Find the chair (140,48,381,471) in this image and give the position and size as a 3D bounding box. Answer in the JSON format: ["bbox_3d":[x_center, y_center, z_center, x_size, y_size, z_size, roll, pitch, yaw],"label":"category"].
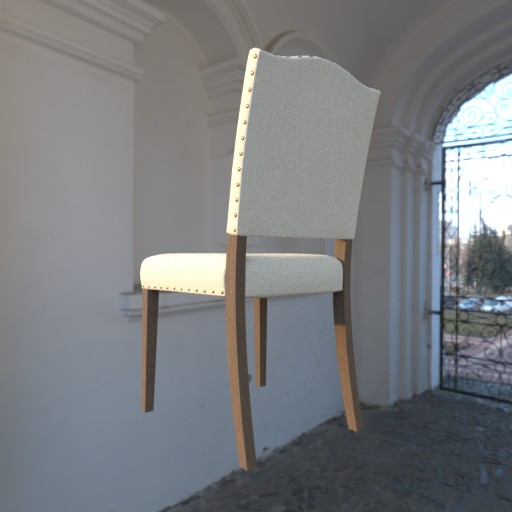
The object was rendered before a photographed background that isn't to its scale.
[{"bbox_3d":[0.000,0.000,1.367,0.508,1.015,0.619,0,0,-37],"label":"chair"}]
